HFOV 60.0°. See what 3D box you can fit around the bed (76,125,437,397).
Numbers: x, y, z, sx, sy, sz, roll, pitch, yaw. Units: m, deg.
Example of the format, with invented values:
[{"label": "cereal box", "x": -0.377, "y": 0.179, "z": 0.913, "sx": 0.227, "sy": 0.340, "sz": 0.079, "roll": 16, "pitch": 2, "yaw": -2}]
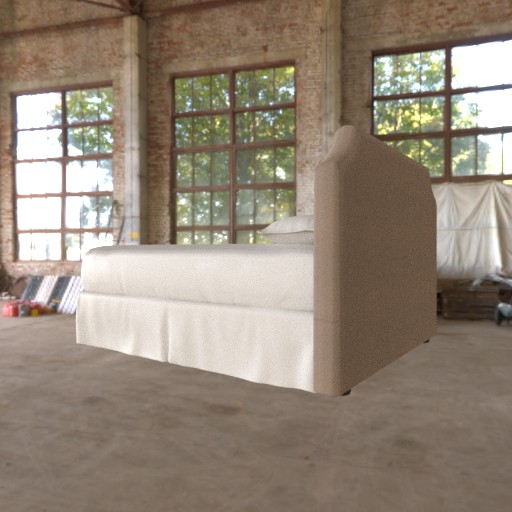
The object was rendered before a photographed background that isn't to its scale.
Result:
[{"label": "bed", "x": 0.000, "y": 0.000, "z": 3.307, "sx": 2.164, "sy": 1.303, "sz": 1.828, "roll": 1, "pitch": 1, "yaw": 35}]
